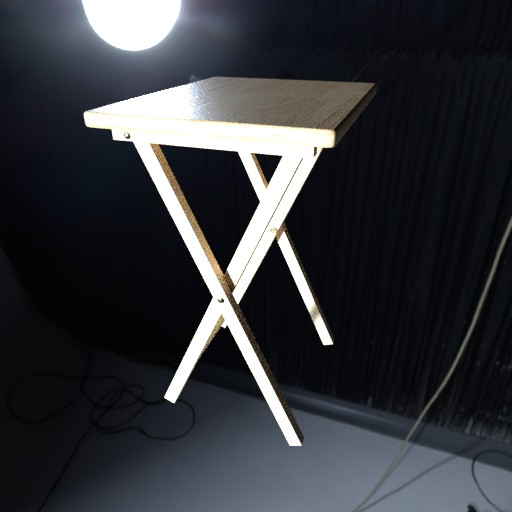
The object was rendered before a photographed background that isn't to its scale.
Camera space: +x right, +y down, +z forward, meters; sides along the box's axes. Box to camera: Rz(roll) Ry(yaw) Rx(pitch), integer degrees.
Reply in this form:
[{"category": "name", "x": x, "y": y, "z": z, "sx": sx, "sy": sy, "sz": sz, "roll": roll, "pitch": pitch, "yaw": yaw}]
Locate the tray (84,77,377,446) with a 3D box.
[{"category": "tray", "x": 0.000, "y": 0.000, "z": 0.957, "sx": 0.381, "sy": 0.660, "sz": 0.483, "roll": 9, "pitch": 30, "yaw": 17}]
